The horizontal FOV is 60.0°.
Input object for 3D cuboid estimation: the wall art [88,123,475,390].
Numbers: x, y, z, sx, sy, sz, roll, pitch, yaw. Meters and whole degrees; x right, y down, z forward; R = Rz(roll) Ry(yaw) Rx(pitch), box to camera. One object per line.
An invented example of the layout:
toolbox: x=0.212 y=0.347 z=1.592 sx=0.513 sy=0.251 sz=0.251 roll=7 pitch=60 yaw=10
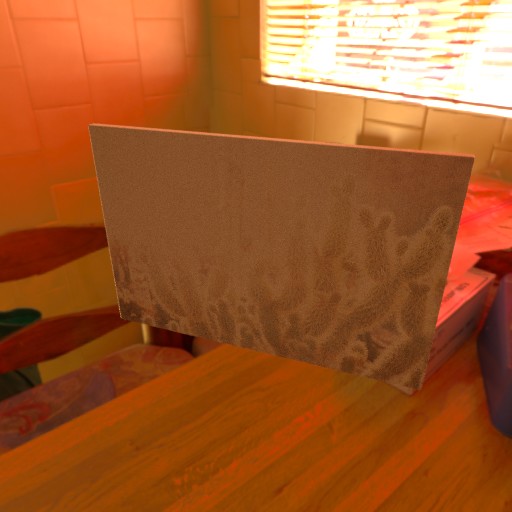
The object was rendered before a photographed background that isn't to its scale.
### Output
wall art: x=0.000 y=0.000 z=1.918 sx=1.525 sy=1.012 sz=0.038 roll=10 pitch=29 yaw=18
